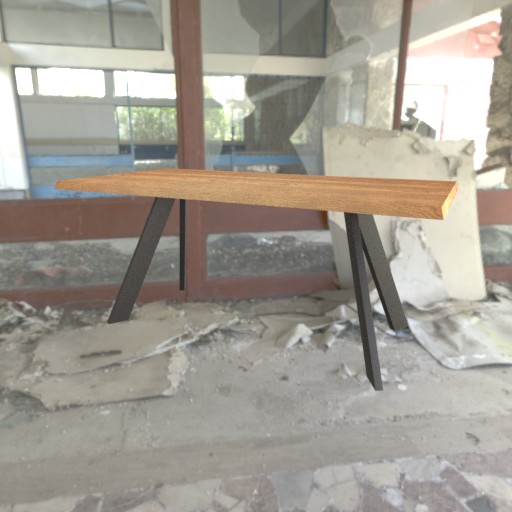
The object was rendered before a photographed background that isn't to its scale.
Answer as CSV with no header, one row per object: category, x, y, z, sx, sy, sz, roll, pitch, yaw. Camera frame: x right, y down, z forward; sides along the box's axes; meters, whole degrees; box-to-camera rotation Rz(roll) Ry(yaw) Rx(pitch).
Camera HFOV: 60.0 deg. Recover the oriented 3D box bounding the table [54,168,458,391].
table,0.000,0.000,2.296,1.800,0.770,0.900,8,17,25
